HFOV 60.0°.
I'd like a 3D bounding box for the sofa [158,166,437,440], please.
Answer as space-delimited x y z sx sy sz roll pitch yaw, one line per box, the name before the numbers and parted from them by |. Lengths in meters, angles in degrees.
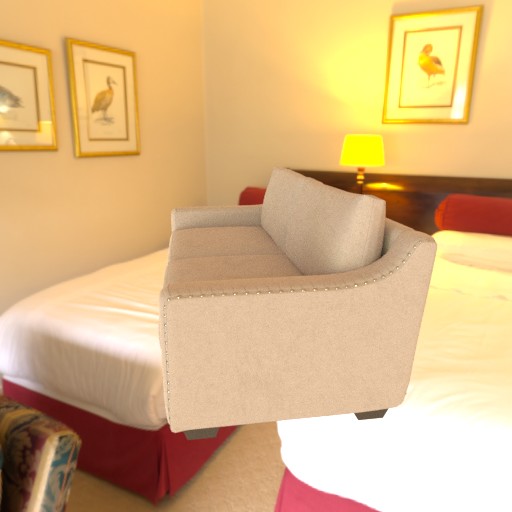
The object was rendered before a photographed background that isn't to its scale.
sofa | 0.000 0.000 2.535 1.030 0.901 1.967 -2 15 -9
